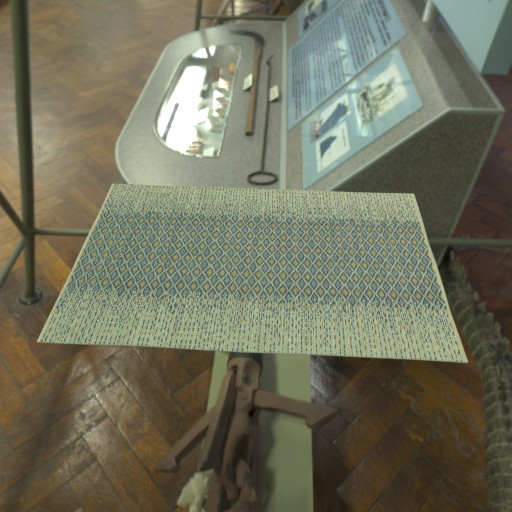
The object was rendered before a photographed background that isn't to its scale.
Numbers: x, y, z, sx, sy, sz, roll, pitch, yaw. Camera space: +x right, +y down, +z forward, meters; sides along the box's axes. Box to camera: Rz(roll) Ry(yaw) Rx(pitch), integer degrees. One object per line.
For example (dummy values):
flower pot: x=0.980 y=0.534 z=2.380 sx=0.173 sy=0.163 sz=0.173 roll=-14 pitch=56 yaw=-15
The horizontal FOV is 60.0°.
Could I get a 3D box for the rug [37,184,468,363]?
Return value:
rug: x=0.000 y=0.000 z=3.049 sx=2.448 sy=0.008 sz=1.541 roll=2 pitch=45 yaw=2
